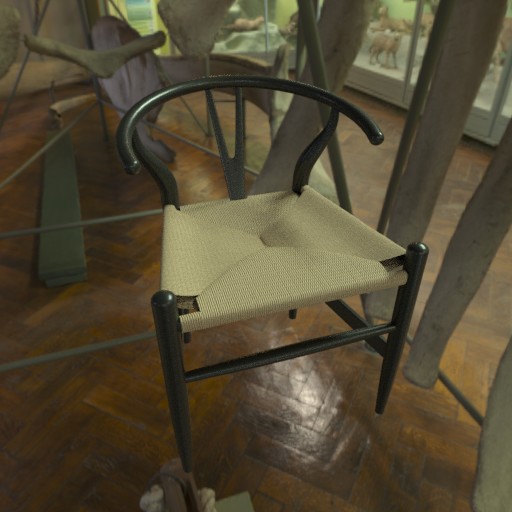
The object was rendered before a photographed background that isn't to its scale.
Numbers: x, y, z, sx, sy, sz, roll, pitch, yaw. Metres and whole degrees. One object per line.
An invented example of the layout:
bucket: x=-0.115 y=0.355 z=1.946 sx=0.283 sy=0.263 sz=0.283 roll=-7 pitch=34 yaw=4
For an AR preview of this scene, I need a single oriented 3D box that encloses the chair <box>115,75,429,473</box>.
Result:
chair: x=0.000 y=0.000 z=1.093 sx=0.570 sy=0.739 sz=0.570 roll=-10 pitch=35 yaw=-15
